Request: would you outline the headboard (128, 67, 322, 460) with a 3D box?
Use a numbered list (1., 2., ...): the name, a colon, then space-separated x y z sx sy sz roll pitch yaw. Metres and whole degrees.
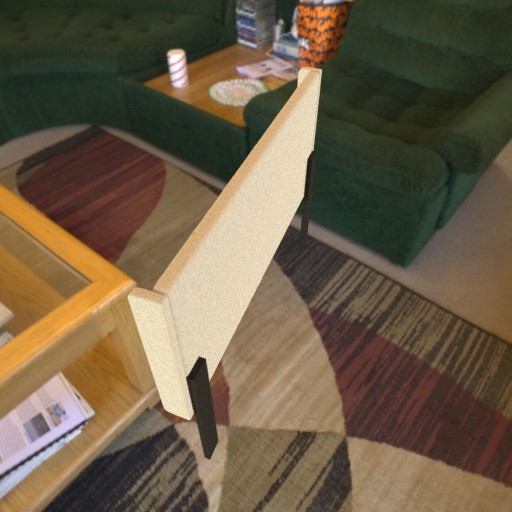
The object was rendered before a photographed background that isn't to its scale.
1. headboard: 0.000 0.000 2.741 0.184 1.524 2.051 16 48 15
